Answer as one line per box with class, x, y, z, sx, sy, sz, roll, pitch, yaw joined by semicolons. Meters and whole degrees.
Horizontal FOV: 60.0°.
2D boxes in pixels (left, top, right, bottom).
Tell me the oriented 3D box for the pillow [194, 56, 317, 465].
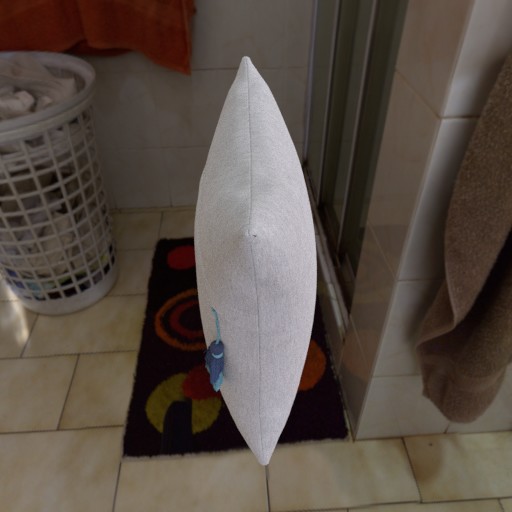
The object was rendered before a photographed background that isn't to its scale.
pillow;0.000;0.000;0.661;0.173;0.436;0.433;-1;42;-1
